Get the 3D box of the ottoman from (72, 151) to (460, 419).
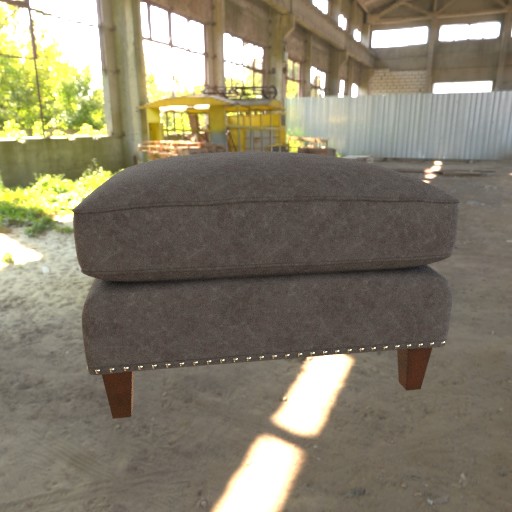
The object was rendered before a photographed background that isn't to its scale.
[{"bbox_3d":[0.000,0.000,1.122,0.741,0.513,0.584,-3,16,-9],"label":"ottoman"}]
